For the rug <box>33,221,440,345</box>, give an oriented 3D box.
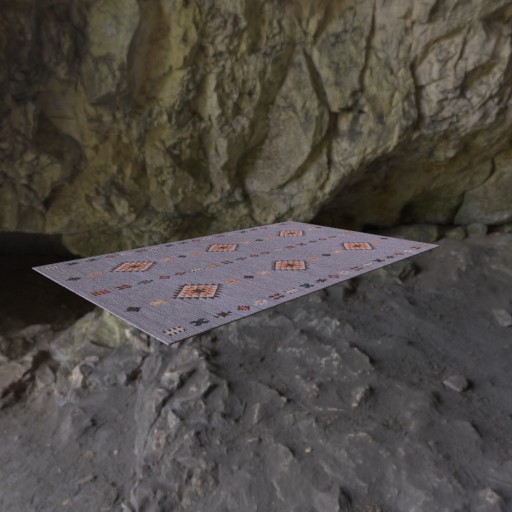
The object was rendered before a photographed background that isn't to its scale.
[{"bbox_3d":[0.000,0.000,3.064,2.427,0.007,1.515,-14,20,-43],"label":"rug"}]
